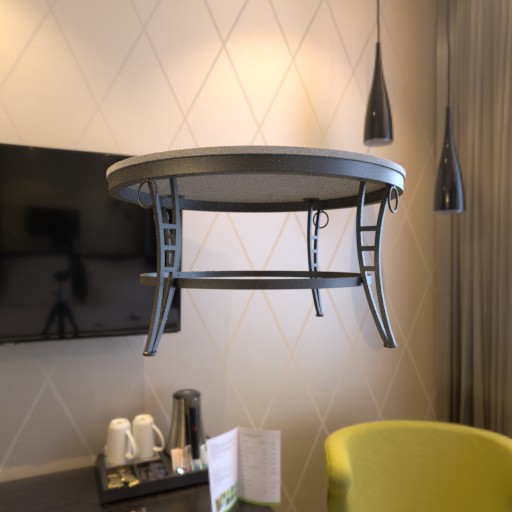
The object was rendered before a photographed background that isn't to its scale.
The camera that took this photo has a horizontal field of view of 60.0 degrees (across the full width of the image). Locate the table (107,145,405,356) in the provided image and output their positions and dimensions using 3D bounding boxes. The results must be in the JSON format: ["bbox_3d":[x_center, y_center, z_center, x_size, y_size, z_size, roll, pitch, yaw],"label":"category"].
[{"bbox_3d":[0.000,0.000,1.391,0.889,0.470,0.889,0,0,0],"label":"table"}]
